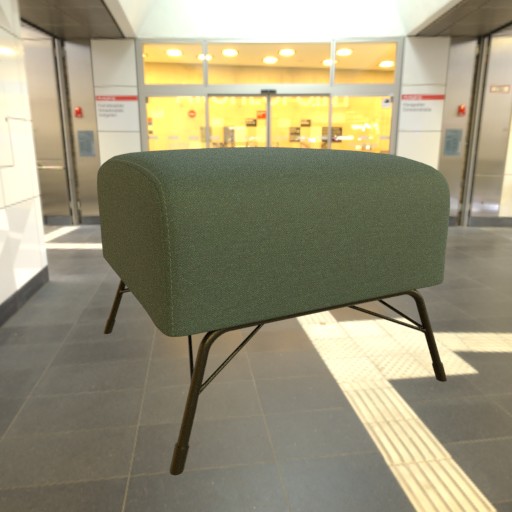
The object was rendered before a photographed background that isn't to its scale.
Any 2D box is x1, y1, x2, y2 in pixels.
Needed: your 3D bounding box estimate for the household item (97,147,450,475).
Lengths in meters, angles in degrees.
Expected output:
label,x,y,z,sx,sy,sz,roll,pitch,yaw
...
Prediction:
label,x,y,z,sx,sy,sz,roll,pitch,yaw
household item,0.000,0.000,0.878,0.530,0.420,0.530,-7,16,-27
